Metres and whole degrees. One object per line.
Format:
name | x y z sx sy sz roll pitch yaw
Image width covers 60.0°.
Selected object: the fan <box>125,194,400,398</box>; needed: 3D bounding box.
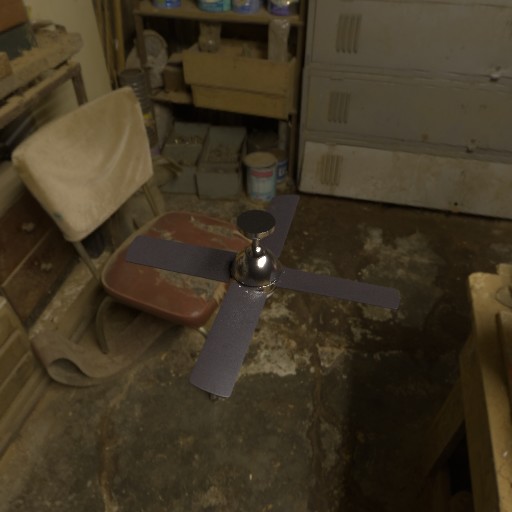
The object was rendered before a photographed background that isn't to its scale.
fan | 0.000 0.000 2.048 1.332 0.403 1.332 11 43 12
